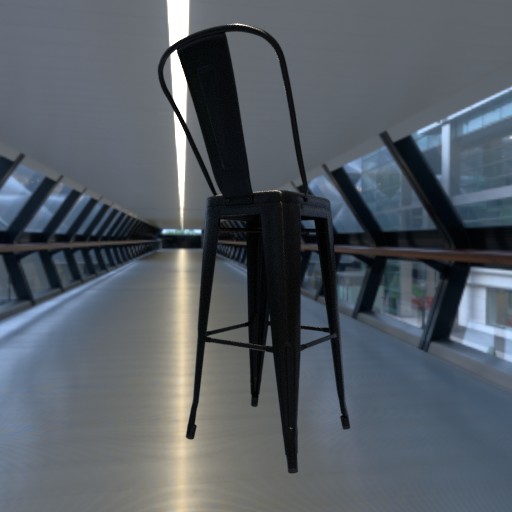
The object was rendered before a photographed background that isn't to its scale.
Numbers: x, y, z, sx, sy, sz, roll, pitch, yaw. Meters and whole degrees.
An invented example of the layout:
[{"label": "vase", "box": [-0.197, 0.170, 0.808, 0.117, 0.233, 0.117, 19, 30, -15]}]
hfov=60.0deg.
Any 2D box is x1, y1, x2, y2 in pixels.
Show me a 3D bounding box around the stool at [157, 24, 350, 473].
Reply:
[{"label": "stool", "box": [0.000, 0.000, 1.292, 0.399, 1.096, 0.513, 1, 1, 35]}]
